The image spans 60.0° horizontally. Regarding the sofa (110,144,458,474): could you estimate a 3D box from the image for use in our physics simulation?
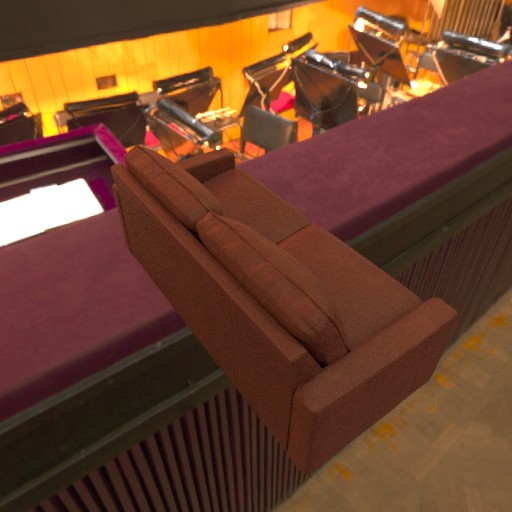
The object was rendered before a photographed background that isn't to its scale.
[{"bbox_3d":[0.000,0.000,2.593,0.940,0.919,2.080,-25,46,-26],"label":"sofa"}]
